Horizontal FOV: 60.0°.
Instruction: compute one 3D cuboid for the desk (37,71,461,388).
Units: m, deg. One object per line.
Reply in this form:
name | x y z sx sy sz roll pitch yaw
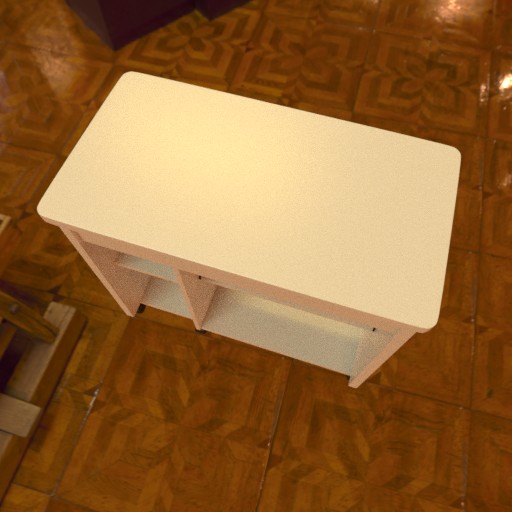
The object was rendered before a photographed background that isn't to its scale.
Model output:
desk | 0.000 0.000 1.346 0.877 0.763 0.475 16 64 8
